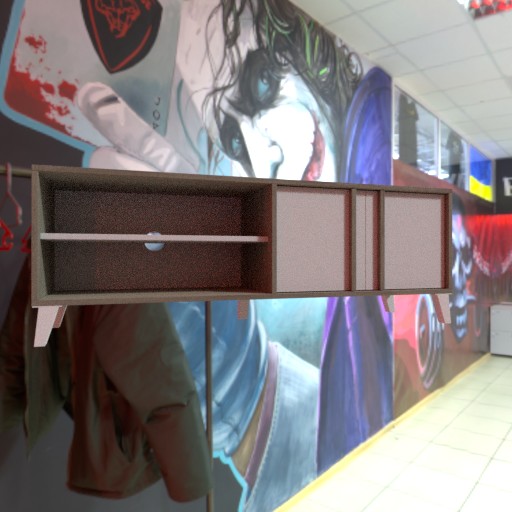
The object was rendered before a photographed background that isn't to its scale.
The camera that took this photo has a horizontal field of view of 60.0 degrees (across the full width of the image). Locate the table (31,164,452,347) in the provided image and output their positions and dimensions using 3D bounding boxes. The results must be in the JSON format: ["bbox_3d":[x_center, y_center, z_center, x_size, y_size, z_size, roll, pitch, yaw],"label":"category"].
[{"bbox_3d":[0.000,0.000,1.708,1.500,0.530,0.400,0,0,-18],"label":"table"}]
